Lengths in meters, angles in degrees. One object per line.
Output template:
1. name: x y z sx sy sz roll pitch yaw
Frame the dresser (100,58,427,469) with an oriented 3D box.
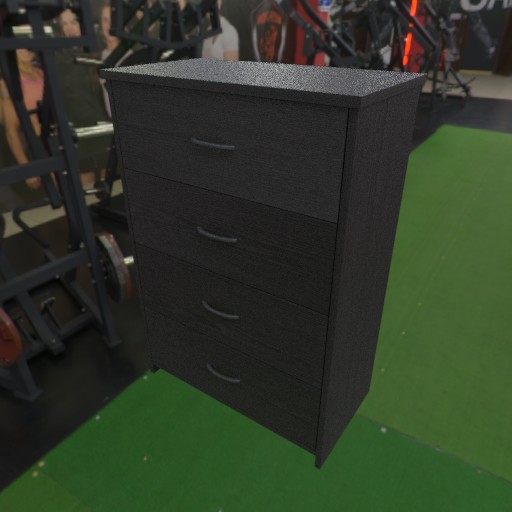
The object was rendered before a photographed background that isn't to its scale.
1. dresser: 0.000 0.000 1.322 0.704 1.020 0.399 19 34 30
